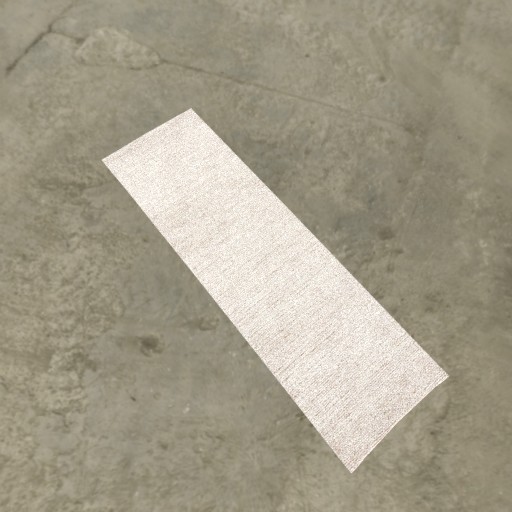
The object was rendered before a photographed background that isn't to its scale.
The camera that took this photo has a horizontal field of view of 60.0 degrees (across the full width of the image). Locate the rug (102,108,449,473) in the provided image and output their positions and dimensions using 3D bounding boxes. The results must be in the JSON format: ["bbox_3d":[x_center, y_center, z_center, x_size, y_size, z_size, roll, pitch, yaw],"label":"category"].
[{"bbox_3d":[0.000,0.000,2.588,0.712,0.013,2.346,-36,70,-15],"label":"rug"}]
